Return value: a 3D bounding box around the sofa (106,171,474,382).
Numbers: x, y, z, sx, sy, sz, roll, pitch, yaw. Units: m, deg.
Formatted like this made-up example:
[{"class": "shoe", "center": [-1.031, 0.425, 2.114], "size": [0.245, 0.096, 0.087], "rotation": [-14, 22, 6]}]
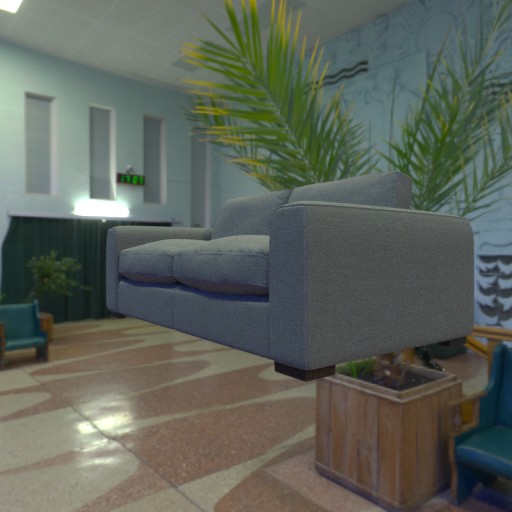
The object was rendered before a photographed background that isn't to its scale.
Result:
[{"class": "sofa", "center": [0.000, 0.000, 2.447], "size": [1.069, 0.800, 1.920], "rotation": [0, 0, -37]}]
